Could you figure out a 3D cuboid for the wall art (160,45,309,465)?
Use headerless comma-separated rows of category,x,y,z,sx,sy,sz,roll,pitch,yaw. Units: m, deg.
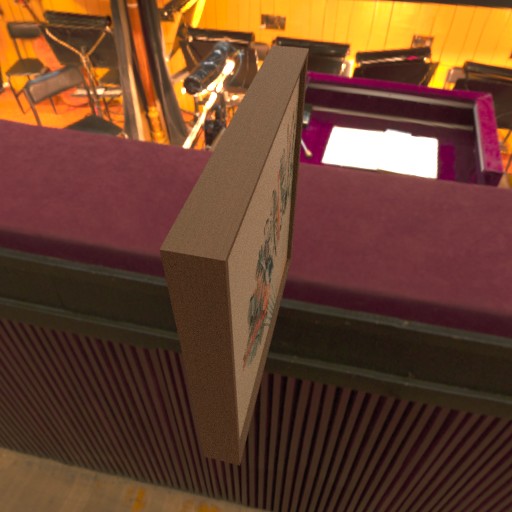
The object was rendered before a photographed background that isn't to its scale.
wall art,0.000,0.000,0.454,0.038,0.303,0.304,10,46,9
